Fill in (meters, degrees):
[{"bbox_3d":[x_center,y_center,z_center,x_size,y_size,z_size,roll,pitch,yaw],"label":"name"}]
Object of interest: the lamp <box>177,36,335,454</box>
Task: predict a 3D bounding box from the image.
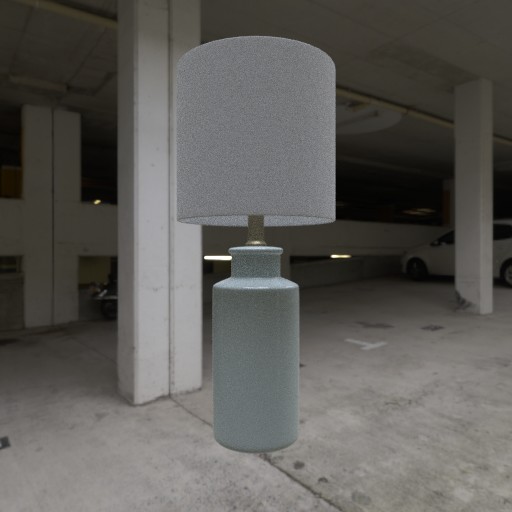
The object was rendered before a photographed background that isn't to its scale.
[{"bbox_3d":[0.000,0.000,0.602,0.212,0.493,0.212,0,0,-36],"label":"lamp"}]
